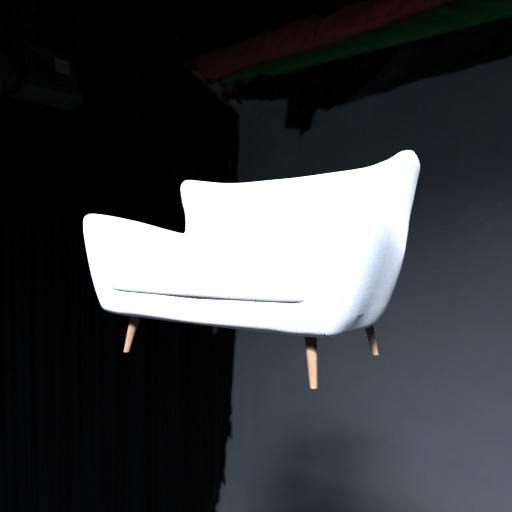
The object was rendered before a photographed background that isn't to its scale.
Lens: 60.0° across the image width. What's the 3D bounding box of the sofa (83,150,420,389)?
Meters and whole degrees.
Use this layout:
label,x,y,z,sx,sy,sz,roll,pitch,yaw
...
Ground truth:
label,x,y,z,sx,sy,sz,roll,pitch,yaw
sofa,0.000,0.000,2.039,1.424,0.878,0.921,0,0,35
